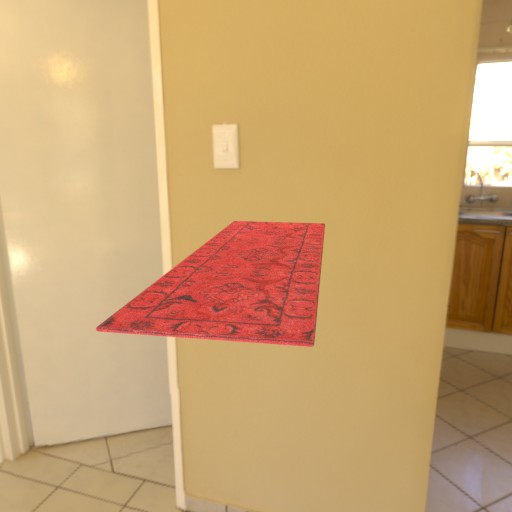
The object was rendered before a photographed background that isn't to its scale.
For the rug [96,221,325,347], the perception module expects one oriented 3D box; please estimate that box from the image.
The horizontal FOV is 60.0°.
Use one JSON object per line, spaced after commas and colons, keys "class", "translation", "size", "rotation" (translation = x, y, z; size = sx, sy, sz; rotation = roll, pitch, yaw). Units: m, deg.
{"class": "rug", "translation": [0.000, 0.000, 2.756], "size": [0.813, 0.018, 2.439], "rotation": [2, 14, 9]}
